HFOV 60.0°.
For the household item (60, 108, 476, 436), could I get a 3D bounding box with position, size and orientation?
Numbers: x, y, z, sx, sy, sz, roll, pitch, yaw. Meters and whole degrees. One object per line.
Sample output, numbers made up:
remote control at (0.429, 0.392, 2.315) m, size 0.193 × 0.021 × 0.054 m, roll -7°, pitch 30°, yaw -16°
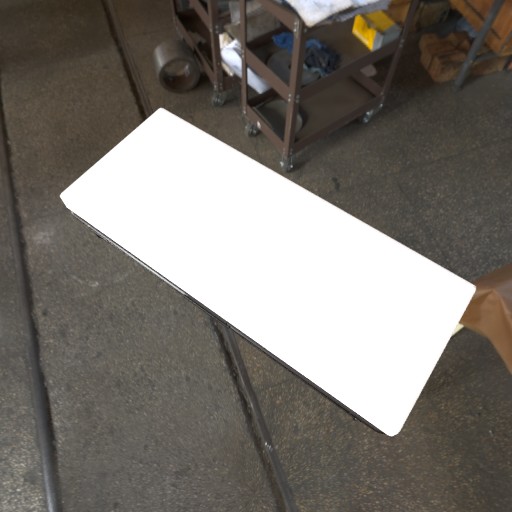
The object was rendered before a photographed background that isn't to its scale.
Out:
household item at (0.000, 0.000, 2.204) m, size 1.905 × 0.356 × 0.787 m, roll 33°, pitch 66°, yaw 16°
